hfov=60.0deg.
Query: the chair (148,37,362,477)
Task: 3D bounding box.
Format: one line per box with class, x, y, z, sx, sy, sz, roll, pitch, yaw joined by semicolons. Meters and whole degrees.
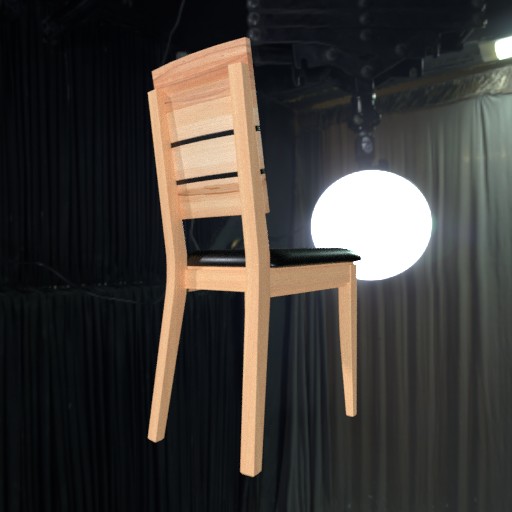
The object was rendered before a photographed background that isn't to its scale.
chair;0.000;0.000;1.228;0.410;0.940;0.520;0;0;36
